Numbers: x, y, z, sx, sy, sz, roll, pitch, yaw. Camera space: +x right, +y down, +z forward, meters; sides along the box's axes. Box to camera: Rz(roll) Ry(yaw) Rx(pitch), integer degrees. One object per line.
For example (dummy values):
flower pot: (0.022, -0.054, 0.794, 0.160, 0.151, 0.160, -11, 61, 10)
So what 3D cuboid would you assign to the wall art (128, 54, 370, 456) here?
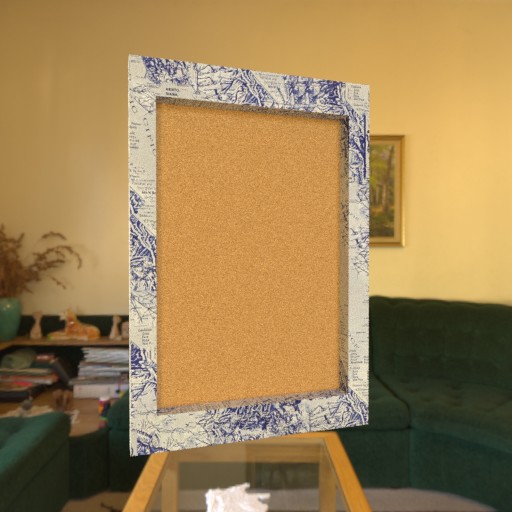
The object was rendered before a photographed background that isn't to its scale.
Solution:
wall art: (0.000, 0.000, 0.742, 0.408, 0.601, 0.040, 0, 1, -18)
